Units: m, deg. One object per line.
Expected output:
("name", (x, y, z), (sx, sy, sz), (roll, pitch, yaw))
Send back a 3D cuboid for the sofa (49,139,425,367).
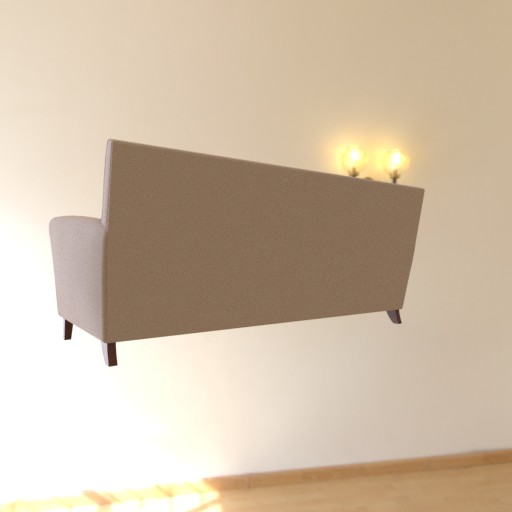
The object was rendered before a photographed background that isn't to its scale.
("sofa", (0.000, 0.000, 2.471), (2.000, 0.846, 0.875), (0, 0, -36))
